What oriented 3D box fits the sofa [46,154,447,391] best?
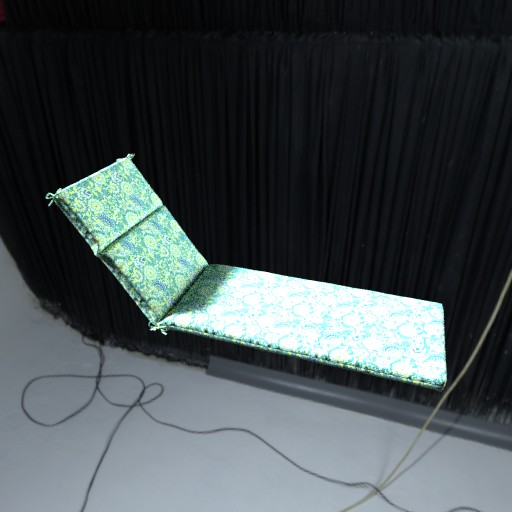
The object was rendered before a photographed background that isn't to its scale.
[{"bbox_3d":[0.000,0.000,1.953,1.663,0.622,0.582,9,31,16],"label":"sofa"}]
